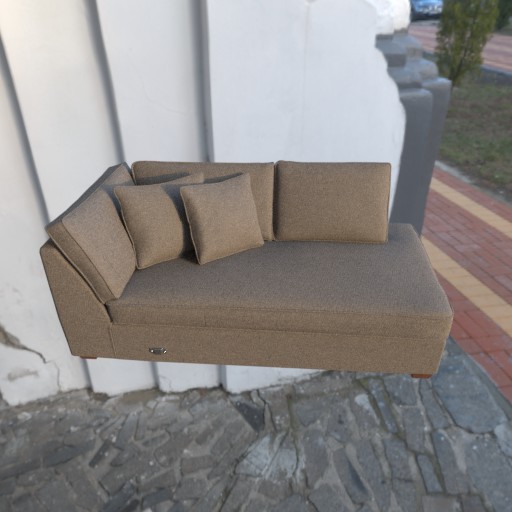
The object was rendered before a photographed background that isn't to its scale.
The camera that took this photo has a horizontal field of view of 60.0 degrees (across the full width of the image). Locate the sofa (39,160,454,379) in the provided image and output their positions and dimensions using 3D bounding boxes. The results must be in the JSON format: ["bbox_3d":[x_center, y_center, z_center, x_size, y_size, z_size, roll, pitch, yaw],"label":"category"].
[{"bbox_3d":[0.000,0.000,2.851,2.237,1.033,1.110,2,31,3],"label":"sofa"}]
